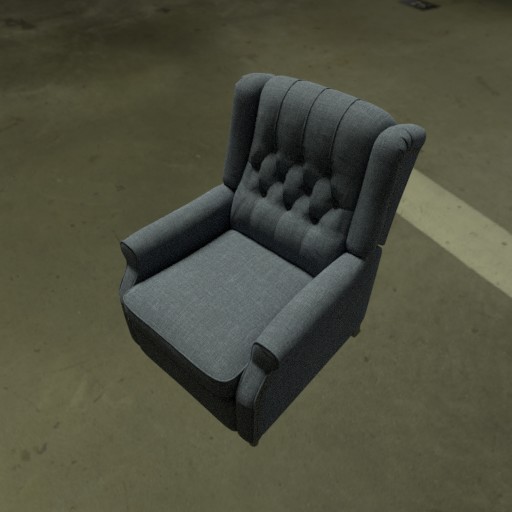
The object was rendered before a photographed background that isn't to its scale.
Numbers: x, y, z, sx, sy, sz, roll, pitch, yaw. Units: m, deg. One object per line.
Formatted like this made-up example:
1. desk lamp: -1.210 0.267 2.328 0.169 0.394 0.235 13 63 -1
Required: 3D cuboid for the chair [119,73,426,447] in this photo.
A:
1. chair: 0.000 0.000 1.625 0.742 1.035 0.898 32 53 28
